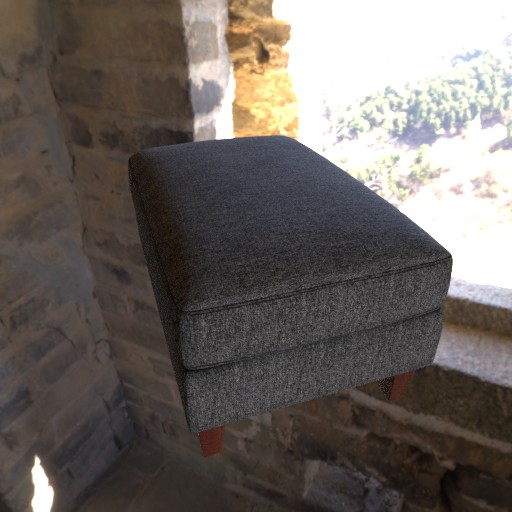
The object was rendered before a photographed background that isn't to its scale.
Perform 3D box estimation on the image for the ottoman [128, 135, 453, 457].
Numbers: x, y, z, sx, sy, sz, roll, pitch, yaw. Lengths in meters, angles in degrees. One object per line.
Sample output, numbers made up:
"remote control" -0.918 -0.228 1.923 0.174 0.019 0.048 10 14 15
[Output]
"ottoman" 0.000 0.000 1.220 0.584 0.483 0.864 -10 33 -16
